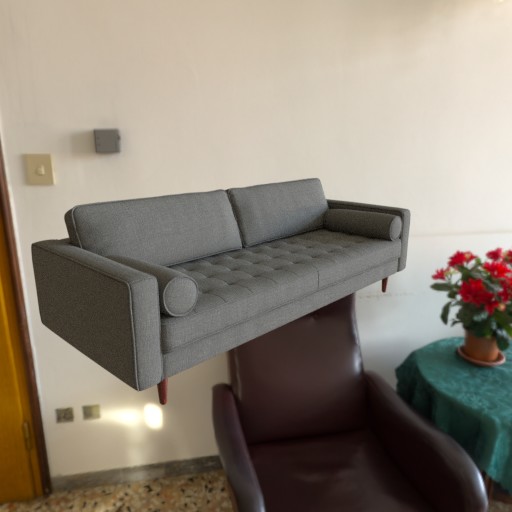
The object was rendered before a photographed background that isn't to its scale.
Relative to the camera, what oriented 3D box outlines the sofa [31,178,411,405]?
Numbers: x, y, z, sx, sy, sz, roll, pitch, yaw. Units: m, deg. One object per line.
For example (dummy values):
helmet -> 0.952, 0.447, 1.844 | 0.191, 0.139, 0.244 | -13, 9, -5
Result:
sofa -> 0.000, 0.000, 2.625 | 0.914, 0.762, 2.198 | 14, 21, 42
